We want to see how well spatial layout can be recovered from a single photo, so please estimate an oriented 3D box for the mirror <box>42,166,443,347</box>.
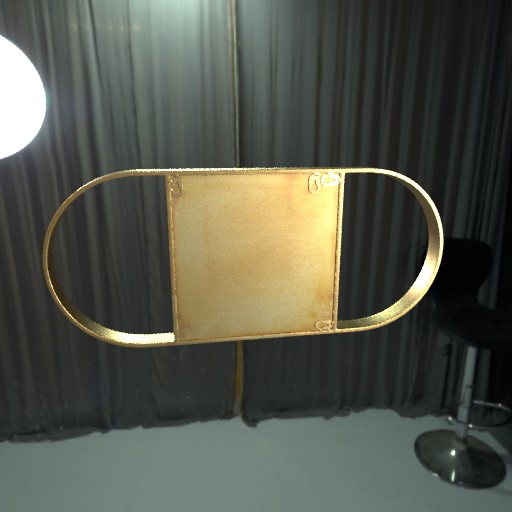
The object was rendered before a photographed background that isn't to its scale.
[{"bbox_3d":[0.000,0.000,0.656,0.584,0.254,0.032,-3,16,-9],"label":"mirror"}]
